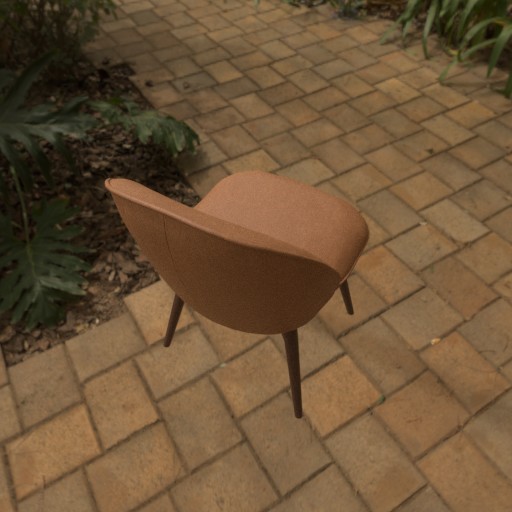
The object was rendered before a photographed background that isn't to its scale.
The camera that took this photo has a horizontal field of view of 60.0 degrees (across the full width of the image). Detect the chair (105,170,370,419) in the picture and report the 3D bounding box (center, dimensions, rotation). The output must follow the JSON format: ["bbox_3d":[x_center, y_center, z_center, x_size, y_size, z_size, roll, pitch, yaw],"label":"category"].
[{"bbox_3d":[0.000,0.000,1.218,0.521,0.831,0.631,23,52,19],"label":"chair"}]
